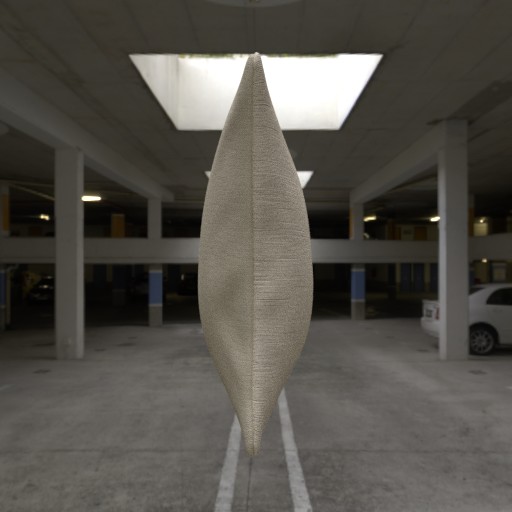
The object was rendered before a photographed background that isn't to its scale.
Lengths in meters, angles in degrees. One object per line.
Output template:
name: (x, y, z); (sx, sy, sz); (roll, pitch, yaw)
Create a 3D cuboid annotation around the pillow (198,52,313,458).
pillow: (0.000, 0.000, 0.666); (0.162, 0.420, 0.437); (0, 0, 1)
